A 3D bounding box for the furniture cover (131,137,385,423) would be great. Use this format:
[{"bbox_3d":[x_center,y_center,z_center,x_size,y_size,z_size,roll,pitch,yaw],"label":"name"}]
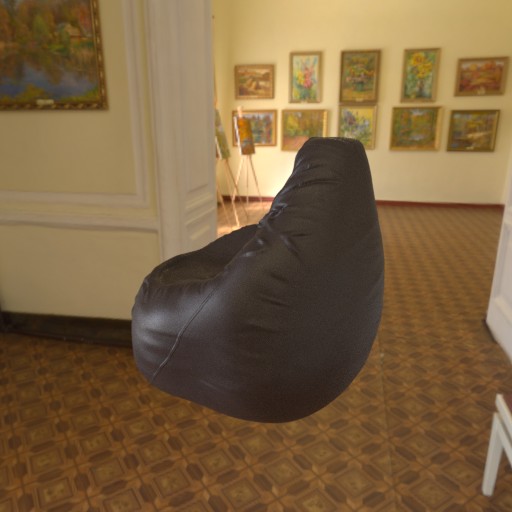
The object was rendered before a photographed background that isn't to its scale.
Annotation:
[{"bbox_3d":[0.000,0.000,1.890,1.070,0.990,1.070,8,18,24],"label":"furniture cover"}]
